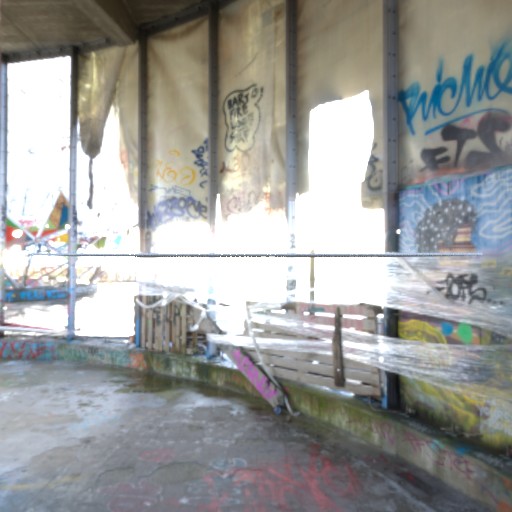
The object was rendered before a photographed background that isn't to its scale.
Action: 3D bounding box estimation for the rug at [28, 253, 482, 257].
[{"bbox_3d":[0.000,0.000,4.033,2.945,0.014,2.353,0,-1,1],"label":"rug"}]
